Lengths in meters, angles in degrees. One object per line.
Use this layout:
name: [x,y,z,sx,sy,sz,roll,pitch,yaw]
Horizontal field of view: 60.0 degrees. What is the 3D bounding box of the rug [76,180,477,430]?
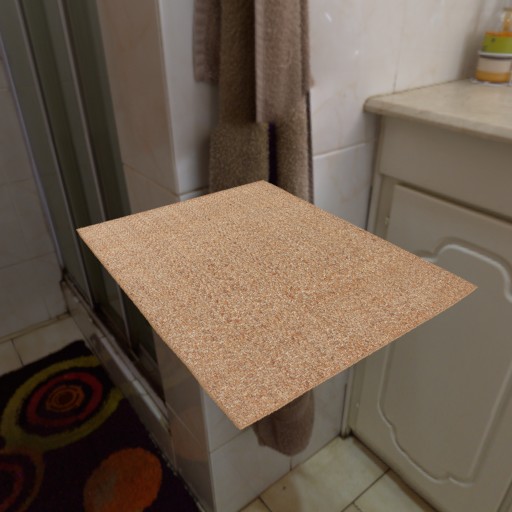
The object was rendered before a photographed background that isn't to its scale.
rug: [0.000,0.000,4.149,2.439,0.013,3.048,-20,36,-30]
